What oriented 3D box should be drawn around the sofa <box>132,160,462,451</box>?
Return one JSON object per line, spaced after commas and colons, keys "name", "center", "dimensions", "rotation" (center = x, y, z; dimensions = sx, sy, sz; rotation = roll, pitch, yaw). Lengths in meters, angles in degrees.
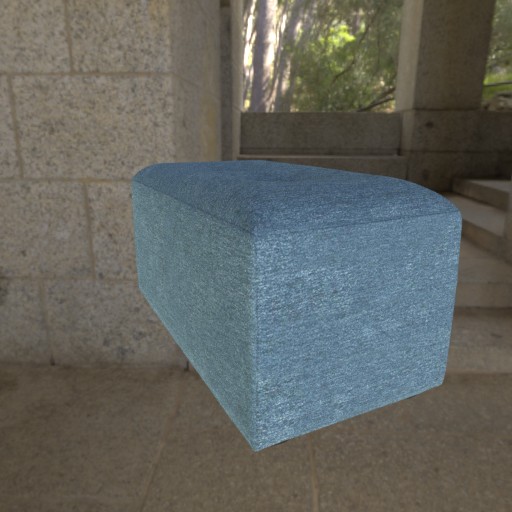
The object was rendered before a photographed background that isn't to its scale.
{"name": "sofa", "center": [0.000, 0.000, 1.206], "dimensions": [0.480, 0.470, 0.930], "rotation": [-8, 18, -26]}
